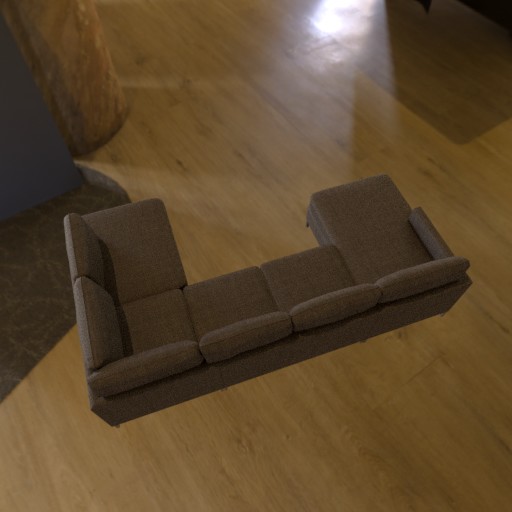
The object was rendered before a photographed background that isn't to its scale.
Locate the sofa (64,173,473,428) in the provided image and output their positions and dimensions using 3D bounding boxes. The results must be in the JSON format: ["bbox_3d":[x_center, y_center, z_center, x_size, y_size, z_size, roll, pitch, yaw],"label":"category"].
[{"bbox_3d":[0.000,0.000,4.319,3.423,0.999,2.048,-16,59,-10],"label":"sofa"}]
